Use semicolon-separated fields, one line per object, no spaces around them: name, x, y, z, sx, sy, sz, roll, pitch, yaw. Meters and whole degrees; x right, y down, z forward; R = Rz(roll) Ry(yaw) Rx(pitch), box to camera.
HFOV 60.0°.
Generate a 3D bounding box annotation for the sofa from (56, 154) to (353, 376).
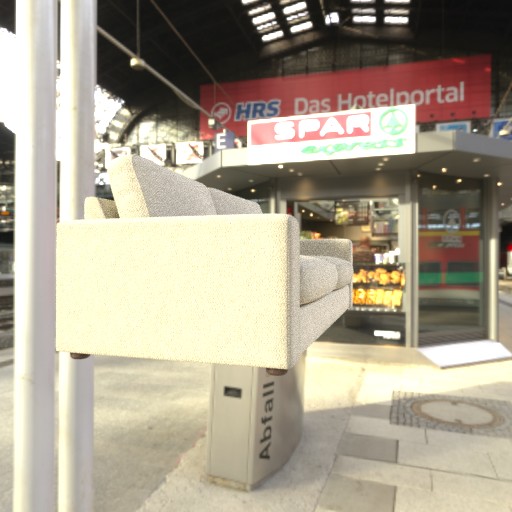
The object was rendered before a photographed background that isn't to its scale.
sofa;0.000;0.000;2.674;1.016;0.873;2.179;0;-1;18
